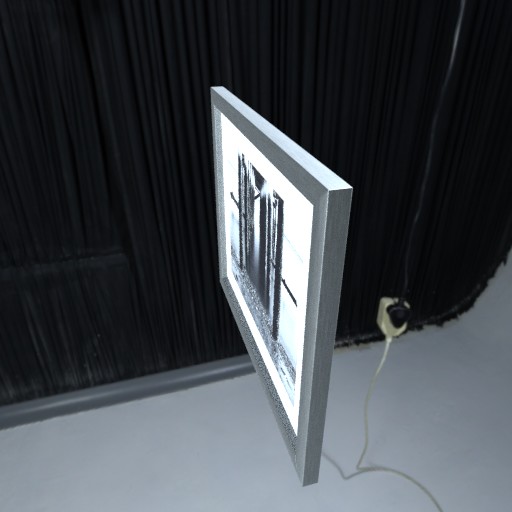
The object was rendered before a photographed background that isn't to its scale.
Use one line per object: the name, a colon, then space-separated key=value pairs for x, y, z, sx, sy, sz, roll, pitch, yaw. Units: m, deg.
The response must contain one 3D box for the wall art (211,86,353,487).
wall art: x=0.000 y=0.000 z=0.756 sx=0.028 sy=0.457 sz=0.556 roll=-8 pitch=31 yaw=-14
